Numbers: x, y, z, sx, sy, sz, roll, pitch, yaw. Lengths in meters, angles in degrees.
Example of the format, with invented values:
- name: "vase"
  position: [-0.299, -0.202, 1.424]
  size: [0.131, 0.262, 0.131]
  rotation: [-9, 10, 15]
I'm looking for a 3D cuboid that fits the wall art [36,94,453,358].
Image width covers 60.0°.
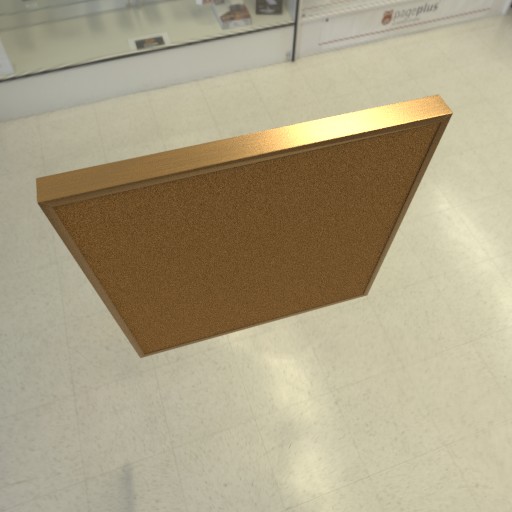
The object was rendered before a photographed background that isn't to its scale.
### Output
- name: "wall art"
  position: [0.000, 0.000, 0.741]
  size: [0.505, 0.505, 0.037]
  rotation: [-14, 59, -9]
